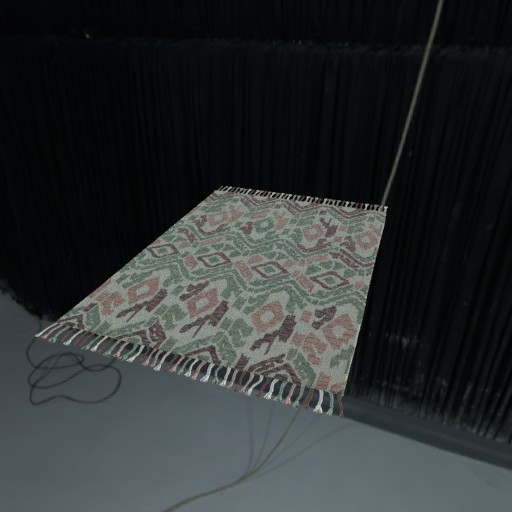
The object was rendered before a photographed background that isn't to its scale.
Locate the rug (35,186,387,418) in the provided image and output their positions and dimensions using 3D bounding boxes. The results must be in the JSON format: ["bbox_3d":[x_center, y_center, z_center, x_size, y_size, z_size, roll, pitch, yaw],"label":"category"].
[{"bbox_3d":[0.000,0.000,2.323,1.219,0.010,1.829,10,31,17],"label":"rug"}]
